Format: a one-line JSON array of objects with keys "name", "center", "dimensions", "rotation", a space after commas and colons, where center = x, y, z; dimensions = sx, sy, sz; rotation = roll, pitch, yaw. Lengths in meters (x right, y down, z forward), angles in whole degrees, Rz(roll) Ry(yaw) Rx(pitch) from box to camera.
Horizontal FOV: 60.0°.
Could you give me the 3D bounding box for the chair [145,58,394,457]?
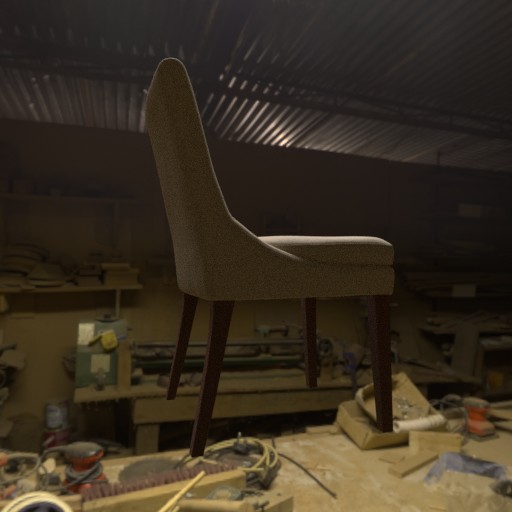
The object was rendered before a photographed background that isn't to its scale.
[{"name": "chair", "center": [0.000, 0.000, 1.318], "dimensions": [0.638, 0.940, 0.515], "rotation": [0, -1, -19]}]
